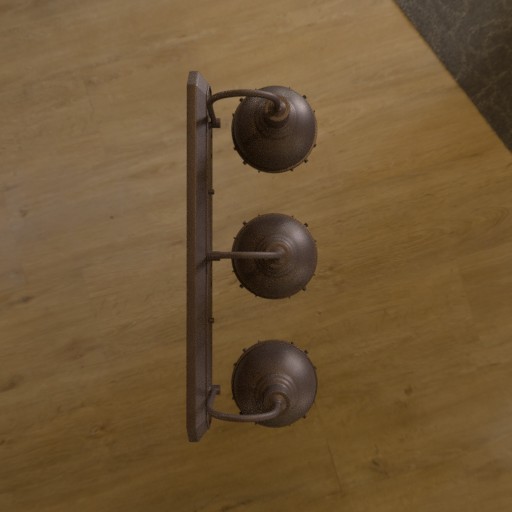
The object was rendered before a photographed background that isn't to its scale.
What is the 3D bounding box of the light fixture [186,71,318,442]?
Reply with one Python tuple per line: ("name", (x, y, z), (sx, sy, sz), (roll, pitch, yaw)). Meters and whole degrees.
("light fixture", (0.000, 0.000, 0.765), (0.229, 0.254, 0.634), (0, 90, 0))
